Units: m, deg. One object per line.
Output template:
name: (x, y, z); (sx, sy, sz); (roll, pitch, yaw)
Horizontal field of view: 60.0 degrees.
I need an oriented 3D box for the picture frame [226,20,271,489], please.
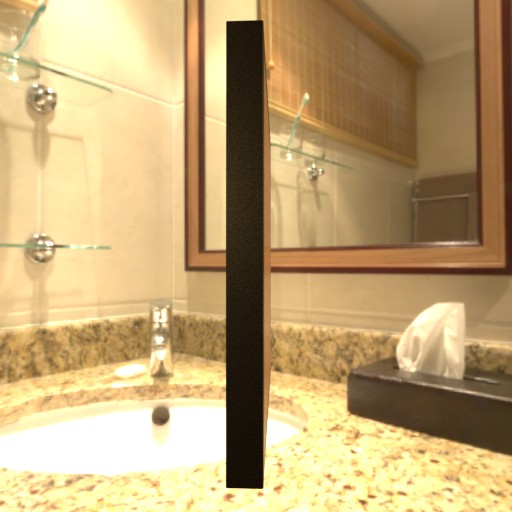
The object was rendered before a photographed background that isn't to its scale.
picture frame: (0.000, 0.000, 0.511); (0.029, 0.353, 0.355); (0, -1, 3)
